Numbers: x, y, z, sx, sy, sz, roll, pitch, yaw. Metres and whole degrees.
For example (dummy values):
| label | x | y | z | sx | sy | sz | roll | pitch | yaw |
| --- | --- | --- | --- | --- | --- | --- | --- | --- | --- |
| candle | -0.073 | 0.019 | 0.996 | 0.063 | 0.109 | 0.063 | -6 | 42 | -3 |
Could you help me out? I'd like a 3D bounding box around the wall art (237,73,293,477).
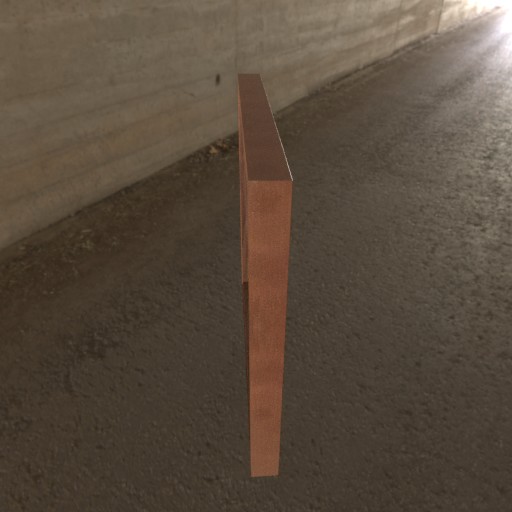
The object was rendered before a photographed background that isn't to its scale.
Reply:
| label | x | y | z | sx | sy | sz | roll | pitch | yaw |
| --- | --- | --- | --- | --- | --- | --- | --- | --- | --- |
| wall art | 0.000 | 0.000 | 0.619 | 0.035 | 0.403 | 0.403 | -2 | 33 | -3 |
